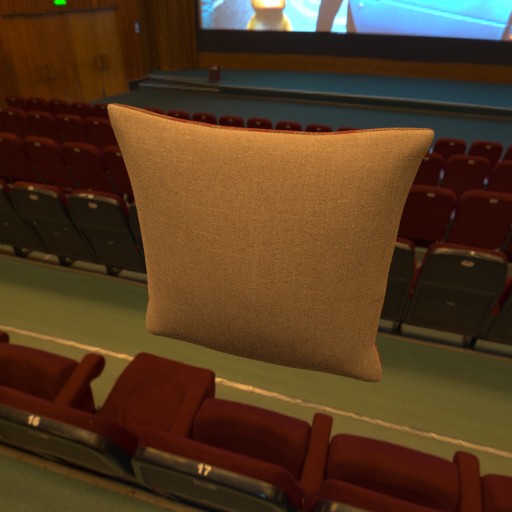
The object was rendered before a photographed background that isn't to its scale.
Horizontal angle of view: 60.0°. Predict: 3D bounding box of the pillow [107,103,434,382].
[{"bbox_3d":[0.000,0.000,0.796,0.511,0.503,0.182,9,34,14],"label":"pillow"}]
